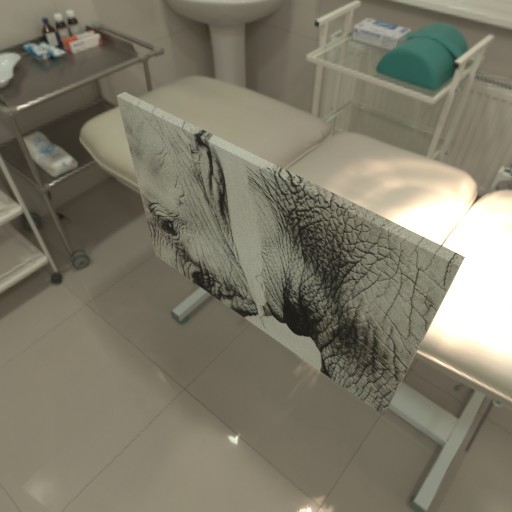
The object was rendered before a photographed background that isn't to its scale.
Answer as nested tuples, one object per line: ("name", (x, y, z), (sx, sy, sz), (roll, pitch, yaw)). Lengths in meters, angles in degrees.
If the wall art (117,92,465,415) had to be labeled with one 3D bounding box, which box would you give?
("wall art", (0.000, 0.000, 1.466), (1.141, 0.758, 0.035), (31, 55, 26))
